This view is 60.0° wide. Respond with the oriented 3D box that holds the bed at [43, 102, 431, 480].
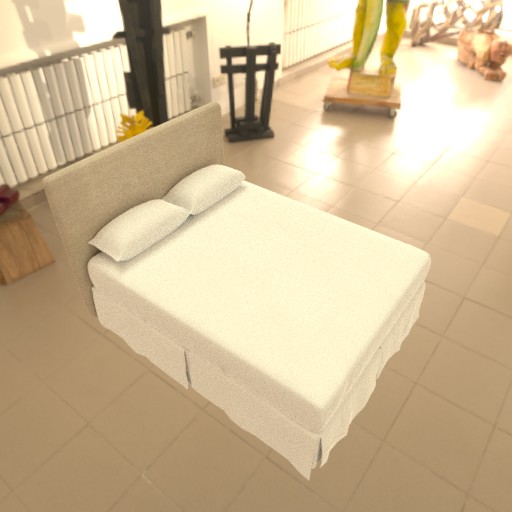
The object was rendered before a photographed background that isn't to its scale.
[{"bbox_3d":[0.000,0.000,3.205,2.162,1.330,1.713,26,46,27],"label":"bed"}]
